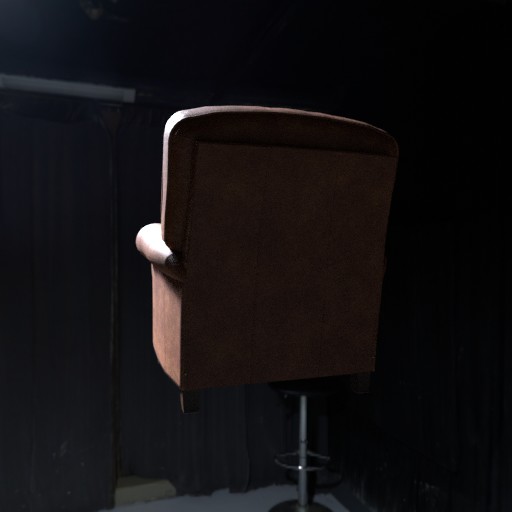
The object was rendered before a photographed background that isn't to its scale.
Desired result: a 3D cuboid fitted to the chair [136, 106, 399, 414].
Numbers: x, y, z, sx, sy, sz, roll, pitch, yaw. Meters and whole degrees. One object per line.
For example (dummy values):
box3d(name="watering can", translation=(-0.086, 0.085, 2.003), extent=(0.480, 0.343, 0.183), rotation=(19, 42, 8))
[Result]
box3d(name="chair", translation=(0.000, 0.000, 1.841), extent=(0.936, 1.018, 0.986), rotation=(0, 1, -18))
